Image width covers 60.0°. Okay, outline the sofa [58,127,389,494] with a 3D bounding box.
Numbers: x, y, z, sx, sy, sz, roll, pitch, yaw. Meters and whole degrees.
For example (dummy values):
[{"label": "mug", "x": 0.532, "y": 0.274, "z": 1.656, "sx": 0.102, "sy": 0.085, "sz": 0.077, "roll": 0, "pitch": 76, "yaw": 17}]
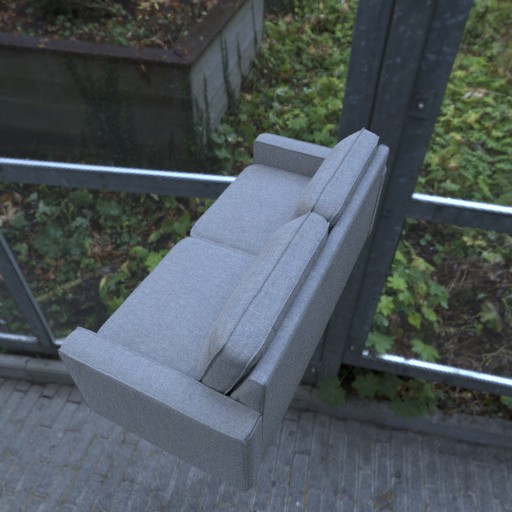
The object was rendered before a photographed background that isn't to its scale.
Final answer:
[{"label": "sofa", "x": 0.000, "y": 0.000, "z": 2.508, "sx": 0.945, "sy": 0.918, "sz": 2.078, "roll": 19, "pitch": 48, "yaw": 18}]
